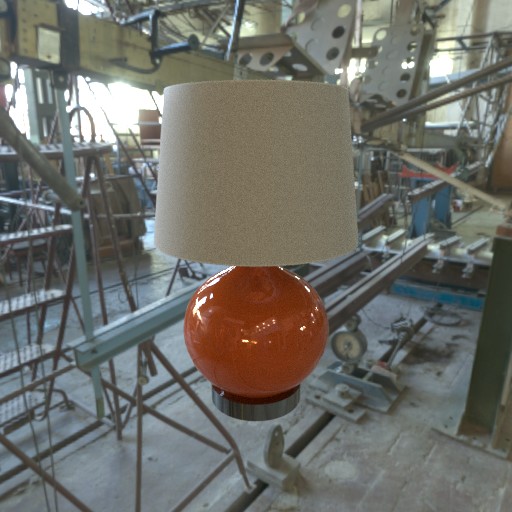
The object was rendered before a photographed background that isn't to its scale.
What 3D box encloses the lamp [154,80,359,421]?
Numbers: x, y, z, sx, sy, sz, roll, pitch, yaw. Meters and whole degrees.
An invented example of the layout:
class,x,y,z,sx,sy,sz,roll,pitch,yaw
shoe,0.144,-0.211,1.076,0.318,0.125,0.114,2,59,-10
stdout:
class,x,y,z,sx,sy,sz,roll,pitch,yaw
lamp,0.000,0.000,0.551,0.247,0.387,0.247,0,15,0
